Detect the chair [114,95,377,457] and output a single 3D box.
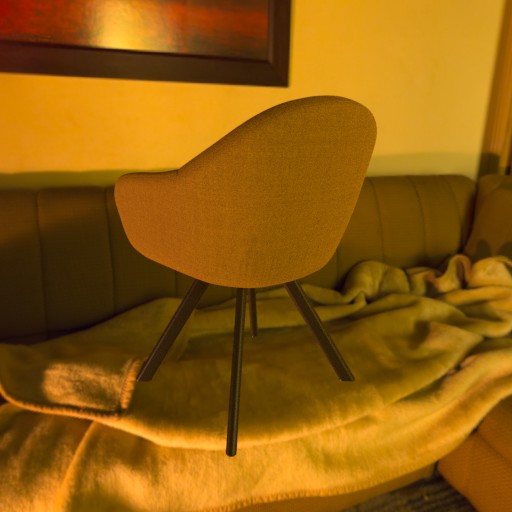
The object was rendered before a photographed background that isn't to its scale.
[{"bbox_3d":[0.000,0.000,1.198,0.590,0.795,0.550,-14,21,-41],"label":"chair"}]
